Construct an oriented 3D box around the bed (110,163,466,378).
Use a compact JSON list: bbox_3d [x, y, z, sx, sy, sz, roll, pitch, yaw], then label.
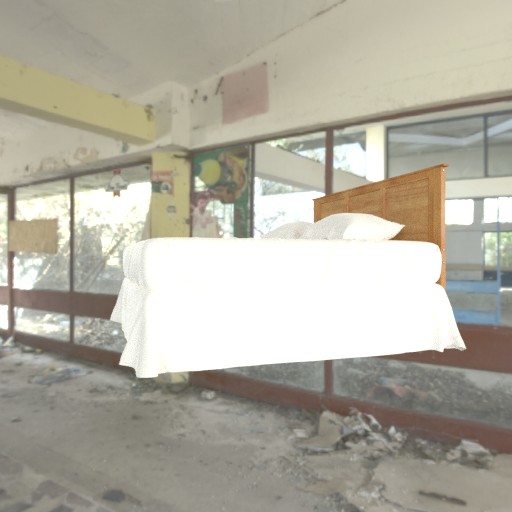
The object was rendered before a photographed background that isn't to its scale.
[{"bbox_3d":[0.000,0.000,3.618,2.215,1.270,2.317,0,0,-20],"label":"bed"}]
